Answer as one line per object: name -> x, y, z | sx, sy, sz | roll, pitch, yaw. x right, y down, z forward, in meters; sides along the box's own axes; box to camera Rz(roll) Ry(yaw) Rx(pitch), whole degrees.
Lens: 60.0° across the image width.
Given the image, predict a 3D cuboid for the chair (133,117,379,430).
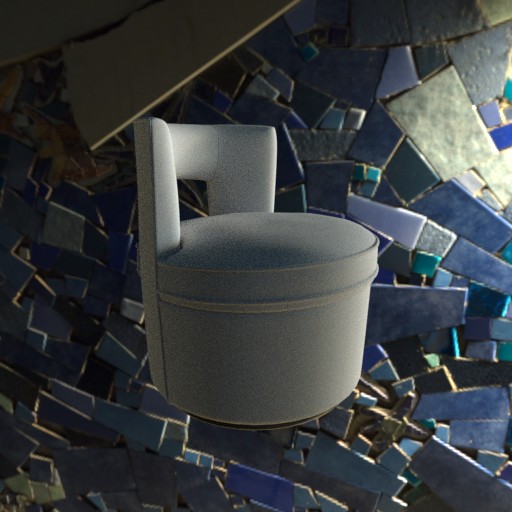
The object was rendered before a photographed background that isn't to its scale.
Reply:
chair -> 0.000, 0.000, 1.235 | 0.665, 0.723, 0.650 | 7, 16, 27
